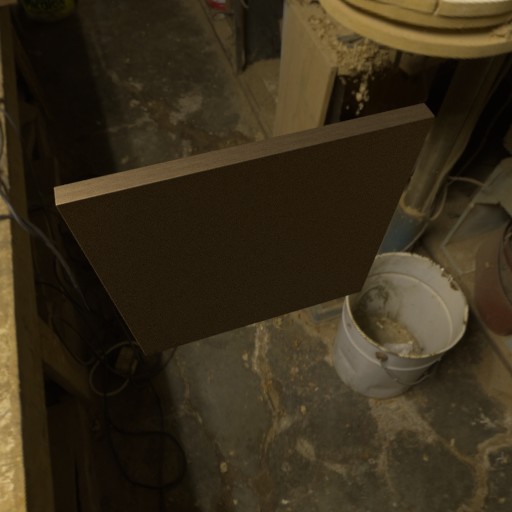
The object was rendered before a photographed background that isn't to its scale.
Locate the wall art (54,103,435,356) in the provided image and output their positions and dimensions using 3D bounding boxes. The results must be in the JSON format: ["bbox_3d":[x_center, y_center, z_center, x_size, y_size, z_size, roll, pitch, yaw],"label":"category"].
[{"bbox_3d":[0.000,0.000,0.781,0.503,0.506,0.030,-15,59,-10],"label":"wall art"}]
